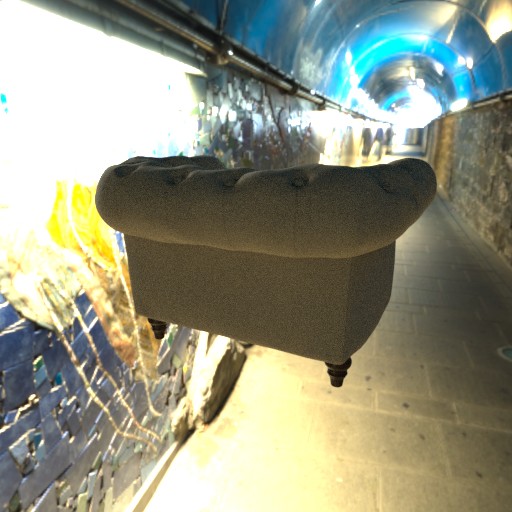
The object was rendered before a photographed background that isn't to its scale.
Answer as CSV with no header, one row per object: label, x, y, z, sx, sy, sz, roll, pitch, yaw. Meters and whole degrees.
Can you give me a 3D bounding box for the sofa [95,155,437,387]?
sofa,0.000,0.000,2.020,1.405,0.878,1.034,8,17,27
